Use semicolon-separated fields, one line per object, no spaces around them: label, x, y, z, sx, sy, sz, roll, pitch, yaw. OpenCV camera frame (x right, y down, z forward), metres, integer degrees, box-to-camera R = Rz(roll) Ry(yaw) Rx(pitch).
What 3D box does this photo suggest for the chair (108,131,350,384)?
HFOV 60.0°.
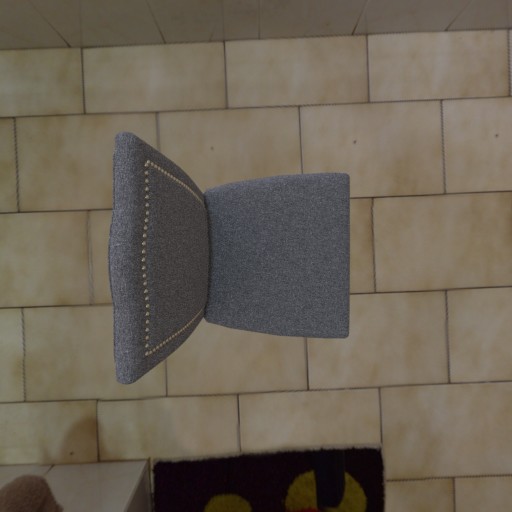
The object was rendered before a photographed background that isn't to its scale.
chair;0.000;0.000;1.308;0.589;0.946;0.518;0;91;0
